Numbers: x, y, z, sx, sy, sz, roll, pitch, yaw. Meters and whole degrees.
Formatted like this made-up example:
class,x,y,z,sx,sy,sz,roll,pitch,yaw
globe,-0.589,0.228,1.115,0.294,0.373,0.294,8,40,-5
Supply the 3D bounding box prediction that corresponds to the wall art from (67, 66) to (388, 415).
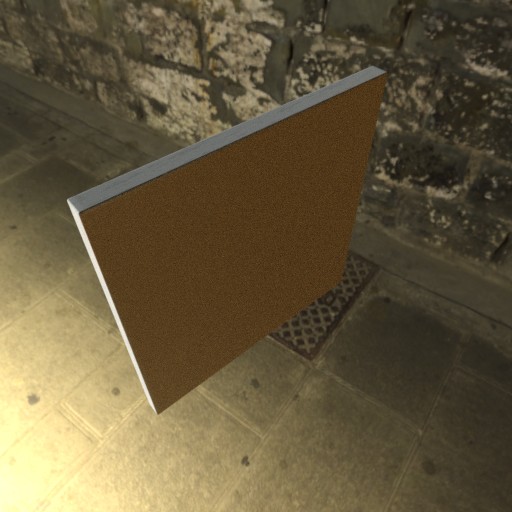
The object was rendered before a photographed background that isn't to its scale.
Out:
class,x,y,z,sx,sy,sz,roll,pitch,yaw
wall art,0.000,0.000,1.943,1.287,1.288,0.078,-32,55,-26
